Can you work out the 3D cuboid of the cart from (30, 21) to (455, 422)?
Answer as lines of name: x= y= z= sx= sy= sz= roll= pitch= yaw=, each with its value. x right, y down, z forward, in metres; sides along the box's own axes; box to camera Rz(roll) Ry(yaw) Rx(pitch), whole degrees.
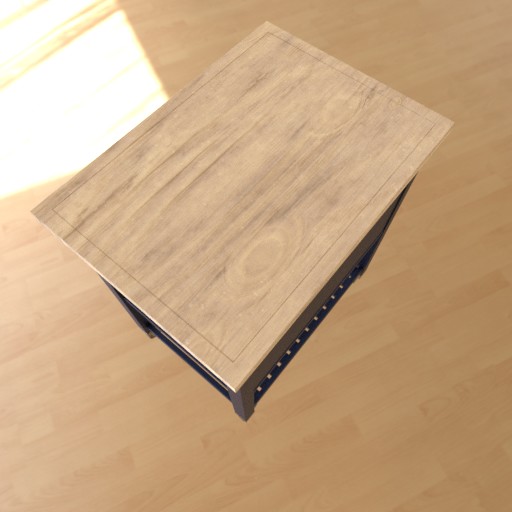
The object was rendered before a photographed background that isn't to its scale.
cart: x=0.000 y=0.000 z=1.392 sx=0.567 sy=0.920 sz=0.797 roll=37 pitch=69 yaw=17
